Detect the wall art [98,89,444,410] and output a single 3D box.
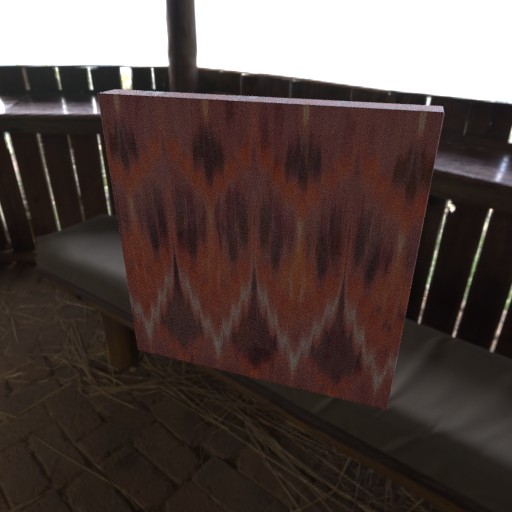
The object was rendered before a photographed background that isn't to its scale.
[{"bbox_3d":[0.000,0.000,0.603,0.403,0.406,0.038,9,29,16],"label":"wall art"}]
